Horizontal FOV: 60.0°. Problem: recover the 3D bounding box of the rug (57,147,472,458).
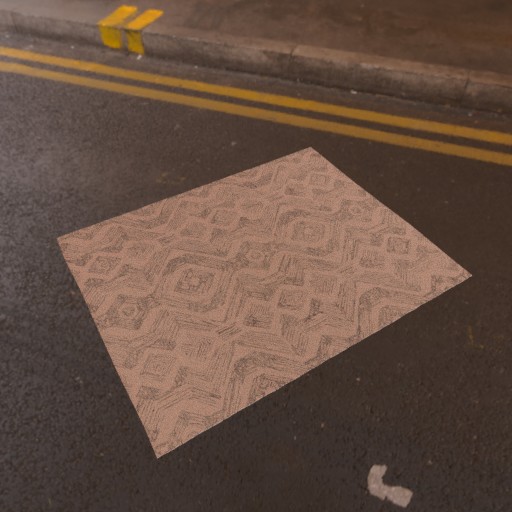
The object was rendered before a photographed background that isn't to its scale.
[{"bbox_3d":[0.000,0.000,4.121,3.054,0.030,2.430,-24,51,-21],"label":"rug"}]
